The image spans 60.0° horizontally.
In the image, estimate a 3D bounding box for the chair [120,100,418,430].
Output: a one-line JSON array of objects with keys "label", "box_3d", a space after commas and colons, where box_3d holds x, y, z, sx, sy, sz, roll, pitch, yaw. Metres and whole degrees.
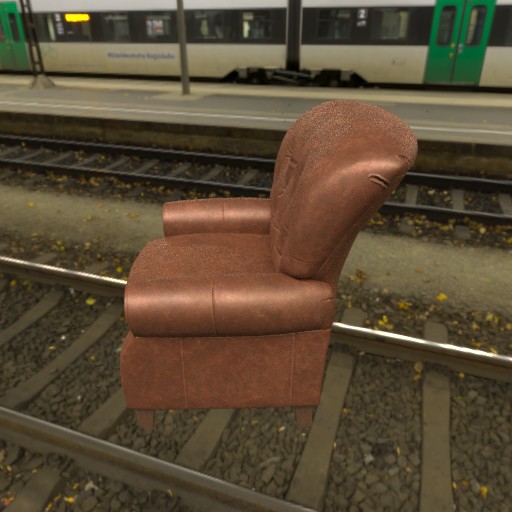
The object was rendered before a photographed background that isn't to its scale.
[{"label": "chair", "box_3d": [0.000, 0.000, 1.822, 1.031, 1.162, 0.979, -1, 27, -1]}]
